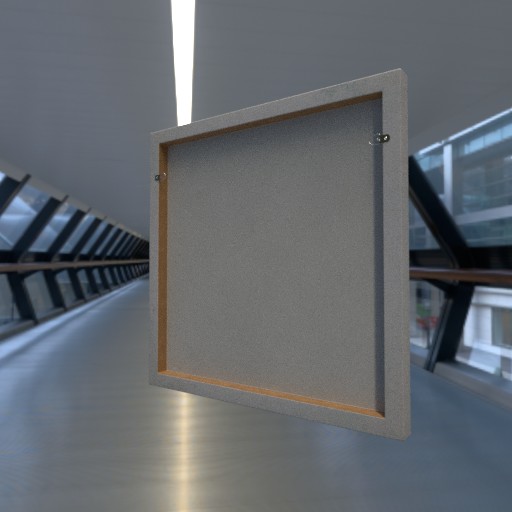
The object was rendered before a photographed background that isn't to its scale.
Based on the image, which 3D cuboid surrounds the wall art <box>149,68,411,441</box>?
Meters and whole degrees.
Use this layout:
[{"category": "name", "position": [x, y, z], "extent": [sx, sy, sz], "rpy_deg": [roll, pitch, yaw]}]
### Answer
[{"category": "wall art", "position": [0.000, 0.000, 0.915], "extent": [0.612, 0.612, 0.040], "rpy_deg": [-1, -2, 35]}]
